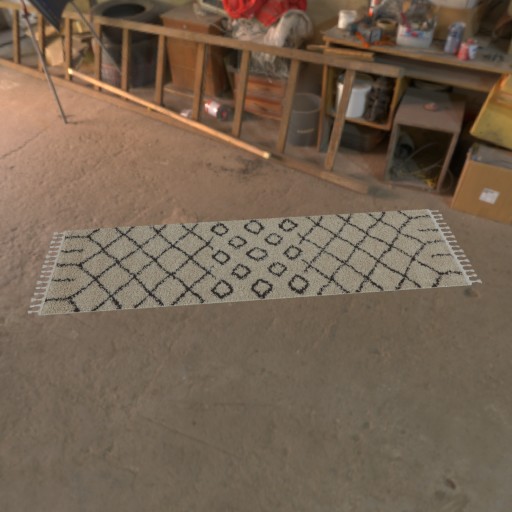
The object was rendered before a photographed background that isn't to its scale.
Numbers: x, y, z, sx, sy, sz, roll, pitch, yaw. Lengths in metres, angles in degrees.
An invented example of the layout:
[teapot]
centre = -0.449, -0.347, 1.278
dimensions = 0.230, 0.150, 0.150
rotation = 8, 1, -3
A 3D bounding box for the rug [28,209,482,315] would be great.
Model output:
[rug]
centre = 0.000, 0.000, 2.607
dimensions = 2.464, 0.005, 0.660
rotation = -4, 45, -4
